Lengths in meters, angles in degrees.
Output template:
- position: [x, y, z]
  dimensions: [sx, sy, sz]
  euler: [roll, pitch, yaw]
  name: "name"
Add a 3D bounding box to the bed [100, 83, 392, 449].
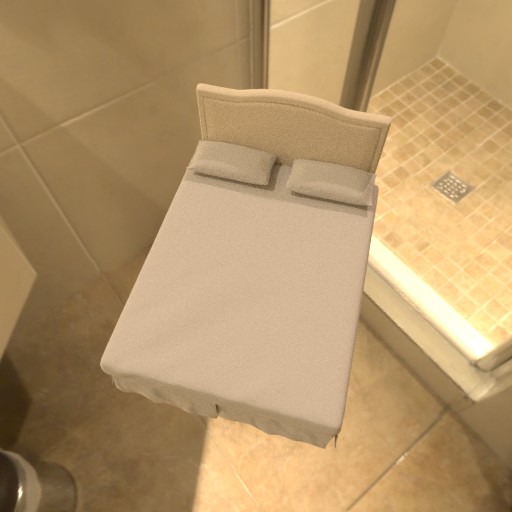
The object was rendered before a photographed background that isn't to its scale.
- position: [0.000, 0.000, 3.729]
  dimensions: [1.977, 1.437, 2.477]
  euler: [13, 60, 8]
  name: "bed"
